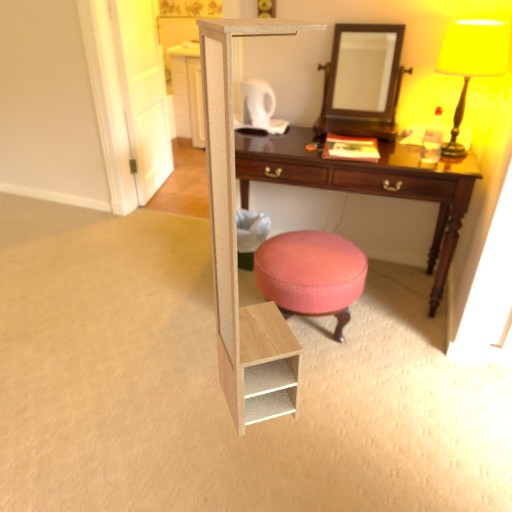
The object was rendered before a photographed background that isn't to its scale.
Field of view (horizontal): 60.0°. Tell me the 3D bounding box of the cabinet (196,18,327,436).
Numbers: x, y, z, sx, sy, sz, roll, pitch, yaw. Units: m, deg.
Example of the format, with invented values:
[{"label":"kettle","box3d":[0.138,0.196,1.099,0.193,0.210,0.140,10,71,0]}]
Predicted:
[{"label":"cabinet","box3d":[0.000,0.000,2.006,0.338,1.879,0.411,-10,32,-16]}]
